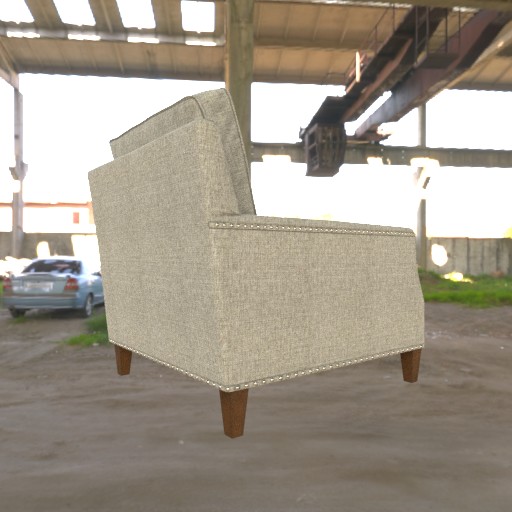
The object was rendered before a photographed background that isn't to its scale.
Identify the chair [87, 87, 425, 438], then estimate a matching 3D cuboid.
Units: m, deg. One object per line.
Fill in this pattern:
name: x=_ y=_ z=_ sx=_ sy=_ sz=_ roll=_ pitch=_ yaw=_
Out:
chair: x=0.000 y=0.000 z=1.698 sx=1.014 sy=0.943 sz=0.853 roll=0 pitch=0 yaw=-38
